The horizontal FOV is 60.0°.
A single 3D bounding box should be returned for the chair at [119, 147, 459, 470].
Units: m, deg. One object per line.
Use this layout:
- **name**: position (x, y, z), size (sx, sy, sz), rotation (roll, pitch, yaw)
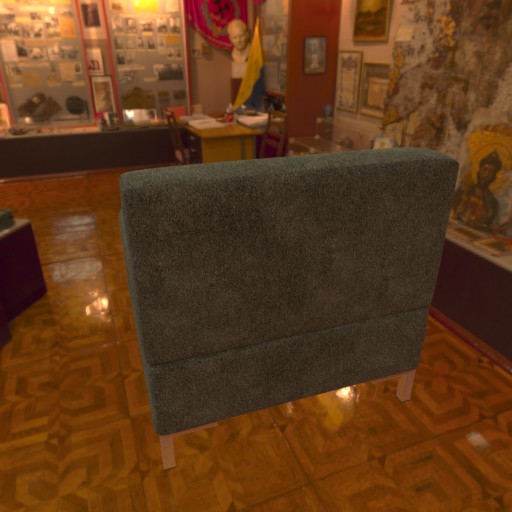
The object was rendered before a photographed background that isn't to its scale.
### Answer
- **chair**: position (0.000, 0.000, 1.212), size (0.680, 0.660, 0.680), rotation (-9, 27, -17)
